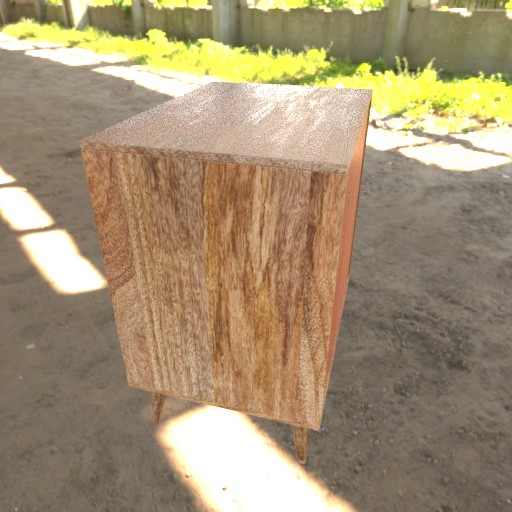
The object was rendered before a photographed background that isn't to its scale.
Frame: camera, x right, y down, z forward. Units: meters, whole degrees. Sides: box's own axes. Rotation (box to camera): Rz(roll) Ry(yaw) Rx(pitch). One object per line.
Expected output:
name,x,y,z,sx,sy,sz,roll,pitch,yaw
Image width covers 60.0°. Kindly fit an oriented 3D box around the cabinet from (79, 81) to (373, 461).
cabinet,0.000,0.000,1.178,0.473,0.758,0.647,8,31,14
